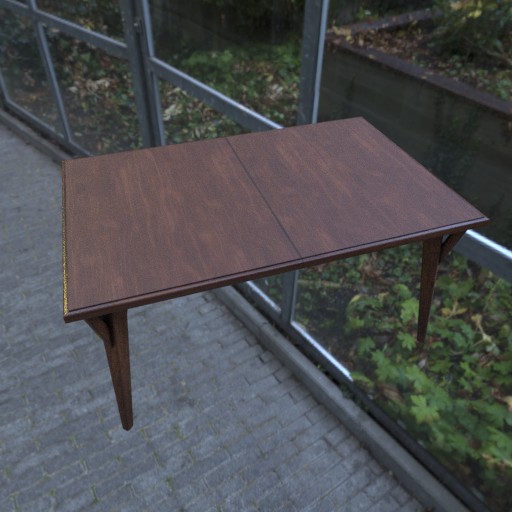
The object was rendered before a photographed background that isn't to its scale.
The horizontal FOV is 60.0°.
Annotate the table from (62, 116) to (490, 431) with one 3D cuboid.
[{"bbox_3d":[0.000,0.000,2.080,1.524,0.761,0.990,-12,42,-14],"label":"table"}]
